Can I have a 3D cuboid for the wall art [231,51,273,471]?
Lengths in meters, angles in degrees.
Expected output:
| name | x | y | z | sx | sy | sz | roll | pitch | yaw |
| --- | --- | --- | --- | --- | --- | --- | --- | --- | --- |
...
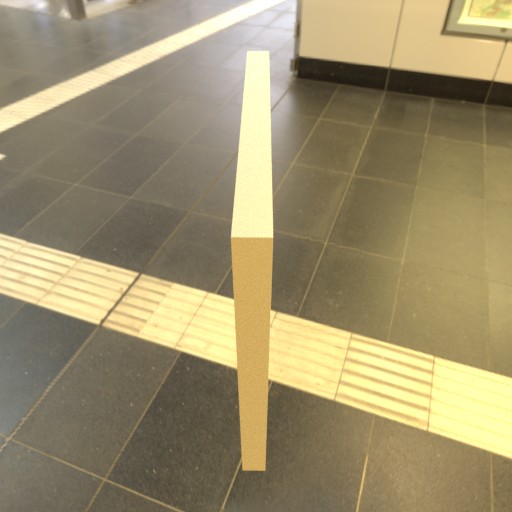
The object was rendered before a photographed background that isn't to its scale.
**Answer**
| name | x | y | z | sx | sy | sz | roll | pitch | yaw |
| --- | --- | --- | --- | --- | --- | --- | --- | --- | --- |
| wall art | 0.000 | 0.000 | 0.755 | 0.038 | 0.505 | 0.506 | 1 | 42 | 1 |
